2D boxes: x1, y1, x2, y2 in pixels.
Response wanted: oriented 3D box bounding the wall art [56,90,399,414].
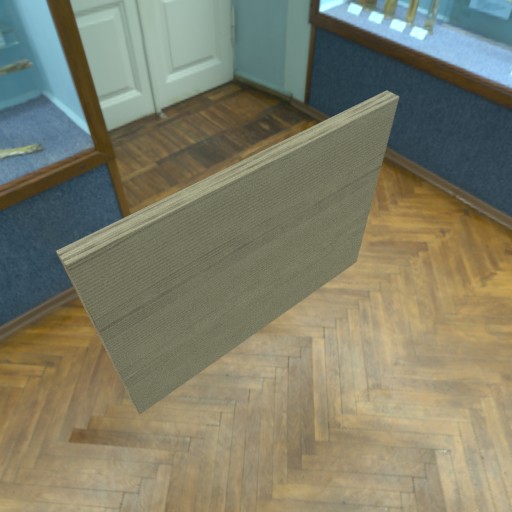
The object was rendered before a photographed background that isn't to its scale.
[{"bbox_3d":[0.000,0.000,1.133,0.841,0.609,0.063,-31,55,-25],"label":"wall art"}]
